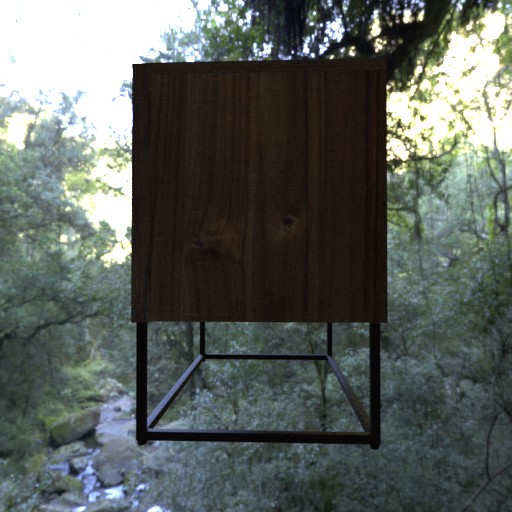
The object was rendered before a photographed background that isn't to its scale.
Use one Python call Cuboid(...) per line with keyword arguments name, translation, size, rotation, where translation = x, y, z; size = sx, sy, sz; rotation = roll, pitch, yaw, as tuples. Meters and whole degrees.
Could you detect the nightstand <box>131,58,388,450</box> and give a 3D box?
Cuboid(name="nightstand", translation=(0.000, 0.000, 1.000), size=(0.437, 0.610, 0.610), rotation=(0, -1, 3))
